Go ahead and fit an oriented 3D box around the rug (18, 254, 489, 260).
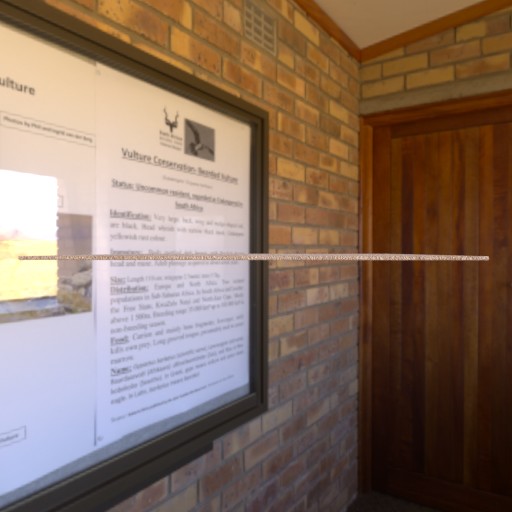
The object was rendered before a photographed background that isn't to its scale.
[{"bbox_3d":[0.000,0.000,4.018,3.000,0.025,2.400,0,1,2],"label":"rug"}]
